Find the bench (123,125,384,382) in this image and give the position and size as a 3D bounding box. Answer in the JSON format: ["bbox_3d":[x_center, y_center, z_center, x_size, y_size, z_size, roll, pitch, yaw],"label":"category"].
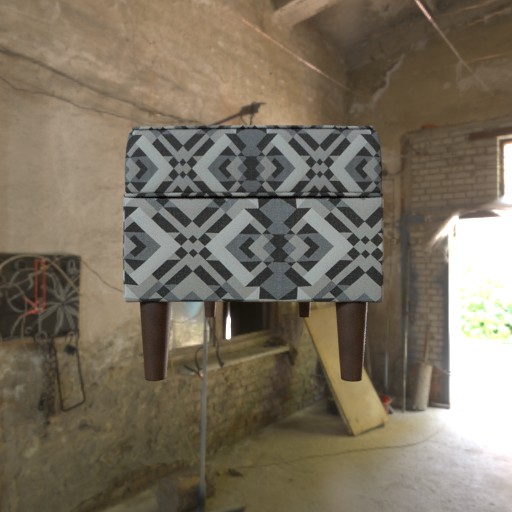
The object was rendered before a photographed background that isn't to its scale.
[{"bbox_3d":[0.000,0.000,1.307,0.492,0.477,1.016,0,0,1],"label":"bench"}]
